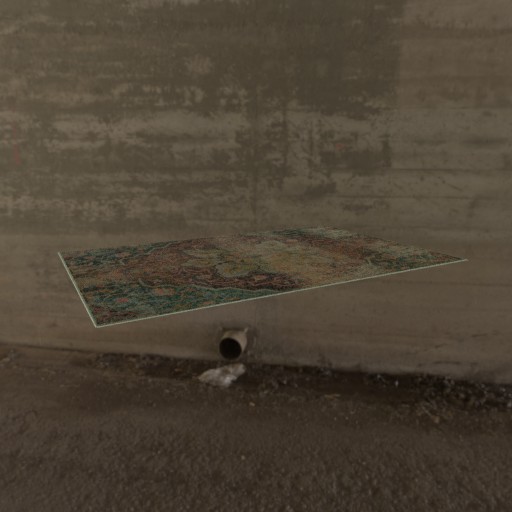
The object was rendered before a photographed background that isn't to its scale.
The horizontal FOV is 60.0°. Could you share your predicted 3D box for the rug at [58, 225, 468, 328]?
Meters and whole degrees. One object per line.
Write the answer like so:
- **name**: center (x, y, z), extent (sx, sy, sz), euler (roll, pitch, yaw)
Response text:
- **rug**: center (0.000, 0.000, 3.010), extent (2.363, 0.004, 1.566), euler (-7, 15, -27)
